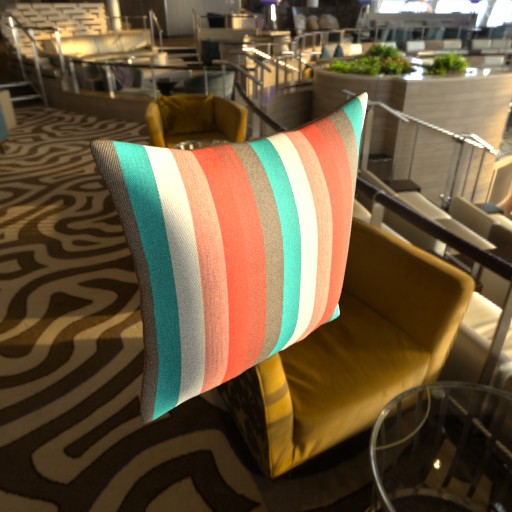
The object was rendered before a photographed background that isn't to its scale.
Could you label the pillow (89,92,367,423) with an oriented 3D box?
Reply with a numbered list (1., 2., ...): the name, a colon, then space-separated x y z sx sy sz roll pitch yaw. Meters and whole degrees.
1. pillow: 0.000 0.000 0.697 0.453 0.443 0.168 -22 36 -33
